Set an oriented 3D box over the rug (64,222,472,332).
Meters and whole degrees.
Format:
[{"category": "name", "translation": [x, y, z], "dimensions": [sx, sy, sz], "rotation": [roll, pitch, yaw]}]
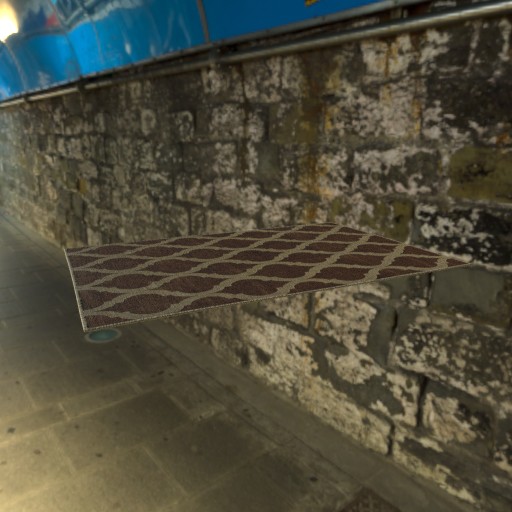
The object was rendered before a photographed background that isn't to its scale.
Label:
[{"category": "rug", "translation": [0.000, 0.000, 2.948], "dimensions": [2.284, 0.008, 1.522], "rotation": [-7, 17, -25]}]
